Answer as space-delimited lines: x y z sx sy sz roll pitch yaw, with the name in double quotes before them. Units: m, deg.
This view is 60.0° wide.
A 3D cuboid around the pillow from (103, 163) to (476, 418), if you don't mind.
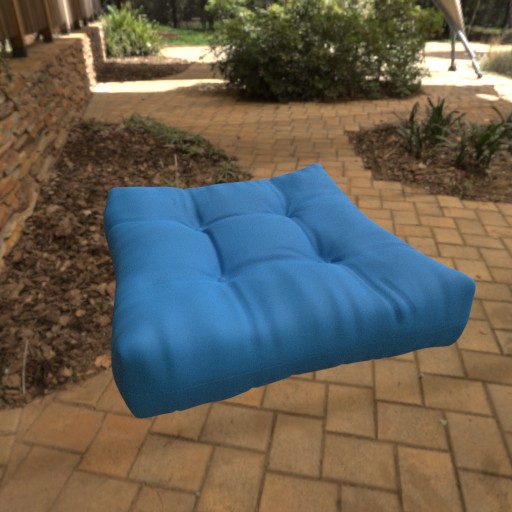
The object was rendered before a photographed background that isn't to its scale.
"pillow" 0.000 0.000 0.723 0.468 0.128 0.490 -9 32 -15
